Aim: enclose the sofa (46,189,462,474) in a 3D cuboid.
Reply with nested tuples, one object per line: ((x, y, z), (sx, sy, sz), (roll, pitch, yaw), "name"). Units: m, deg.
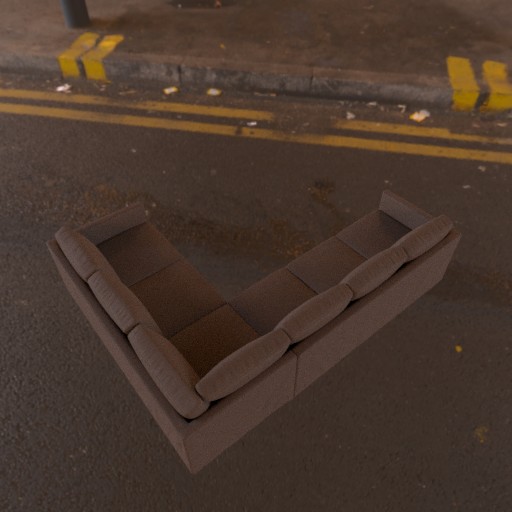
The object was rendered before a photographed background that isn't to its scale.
((0.000, 0.000, 4.406), (3.182, 0.871, 2.432), (-30, 53, -26), "sofa")
